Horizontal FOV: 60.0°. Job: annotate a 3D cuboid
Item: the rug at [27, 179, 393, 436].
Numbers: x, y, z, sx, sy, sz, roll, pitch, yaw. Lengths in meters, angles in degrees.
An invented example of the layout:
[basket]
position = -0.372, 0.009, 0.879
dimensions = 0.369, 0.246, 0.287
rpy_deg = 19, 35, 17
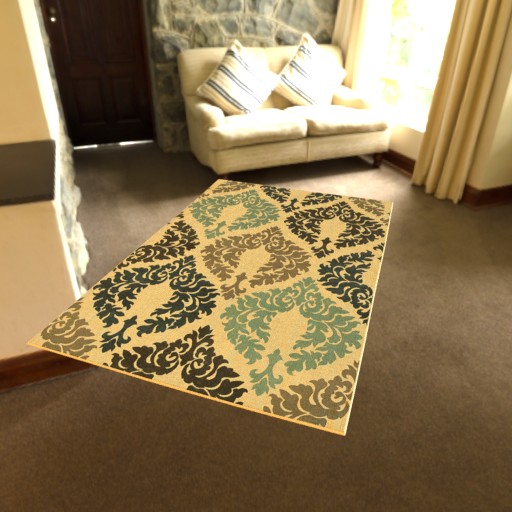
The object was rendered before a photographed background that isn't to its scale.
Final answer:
[rug]
position = 0.000, 0.000, 2.798
dimensions = 1.514, 0.014, 2.275
rpy_deg = 10, 32, 17
